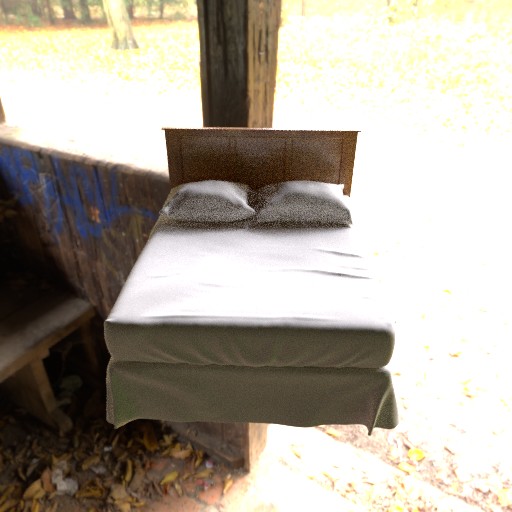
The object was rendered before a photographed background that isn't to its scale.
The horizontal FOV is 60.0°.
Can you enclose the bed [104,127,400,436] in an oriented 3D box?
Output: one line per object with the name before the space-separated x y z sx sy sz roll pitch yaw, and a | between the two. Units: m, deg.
bed | 0.000 0.000 3.166 1.870 1.273 2.035 1 32 2
